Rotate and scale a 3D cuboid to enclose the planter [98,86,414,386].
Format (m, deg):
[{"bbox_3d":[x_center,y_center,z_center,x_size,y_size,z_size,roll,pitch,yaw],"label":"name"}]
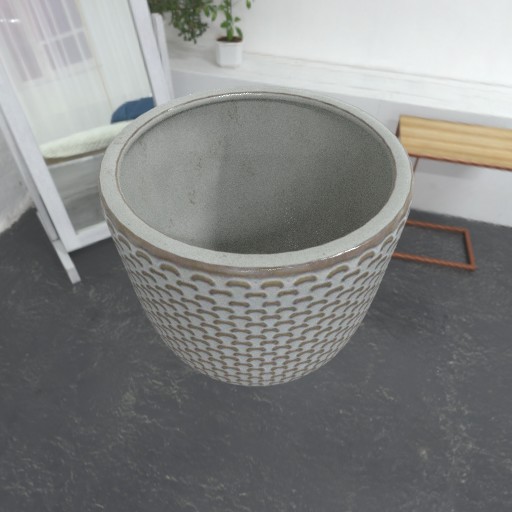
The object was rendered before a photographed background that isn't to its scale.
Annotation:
[{"bbox_3d":[0.000,0.000,0.243,0.139,0.130,0.139,0,46,0],"label":"planter"}]
